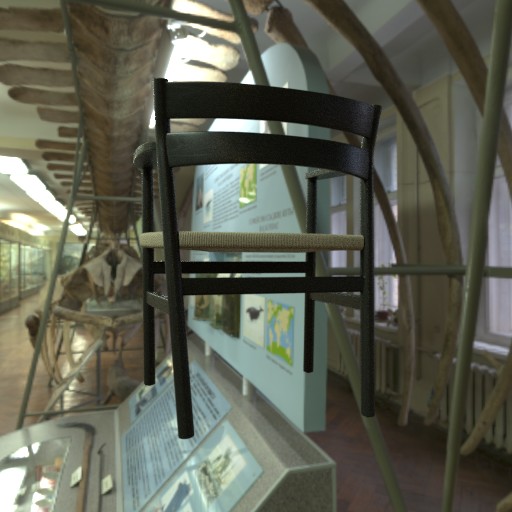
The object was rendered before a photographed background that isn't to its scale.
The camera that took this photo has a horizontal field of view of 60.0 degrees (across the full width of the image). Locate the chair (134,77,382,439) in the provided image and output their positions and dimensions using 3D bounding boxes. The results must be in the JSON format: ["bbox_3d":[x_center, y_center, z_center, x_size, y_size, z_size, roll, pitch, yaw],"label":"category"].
[{"bbox_3d":[0.000,0.000,1.192,0.630,0.775,0.508,0,-1,-18],"label":"chair"}]
